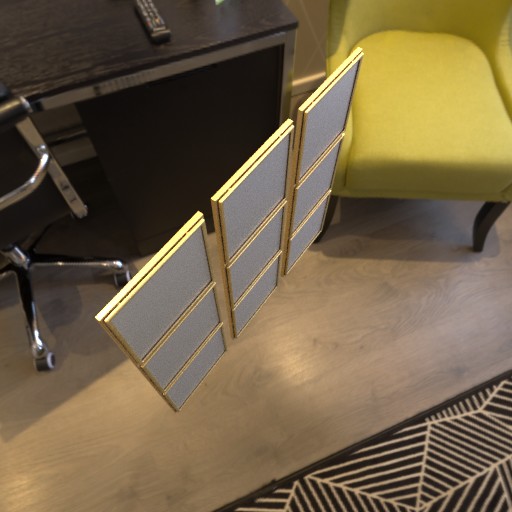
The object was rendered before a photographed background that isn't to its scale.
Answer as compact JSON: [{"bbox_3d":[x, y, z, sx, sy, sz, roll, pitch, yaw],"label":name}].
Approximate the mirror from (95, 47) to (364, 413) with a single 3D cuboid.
[{"bbox_3d":[0.000,0.000,1.447,0.023,0.926,1.011,32,65,17],"label":"mirror"}]
